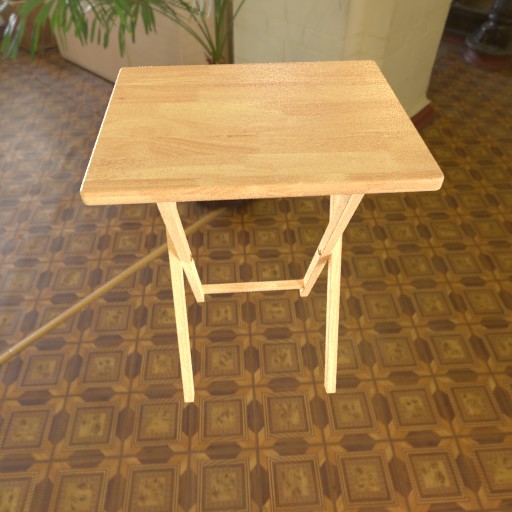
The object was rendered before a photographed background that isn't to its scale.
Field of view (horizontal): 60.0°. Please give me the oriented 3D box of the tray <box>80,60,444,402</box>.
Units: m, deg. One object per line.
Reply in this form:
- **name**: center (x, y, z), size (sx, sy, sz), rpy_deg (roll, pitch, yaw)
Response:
- **tray**: center (0.000, 0.000, 0.946), size (0.483, 0.660, 0.381), rpy_deg (-3, 46, -3)
